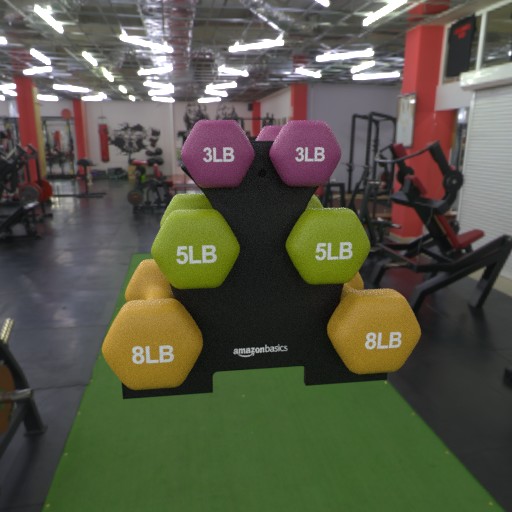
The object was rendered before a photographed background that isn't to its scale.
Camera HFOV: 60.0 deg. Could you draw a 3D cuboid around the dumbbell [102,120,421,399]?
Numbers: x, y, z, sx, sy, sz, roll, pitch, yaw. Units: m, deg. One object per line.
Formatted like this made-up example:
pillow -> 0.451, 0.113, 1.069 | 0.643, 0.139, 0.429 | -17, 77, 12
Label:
dumbbell -> 0.000, 0.000, 0.472 | 0.300, 0.271, 0.190 | -2, 15, -7
